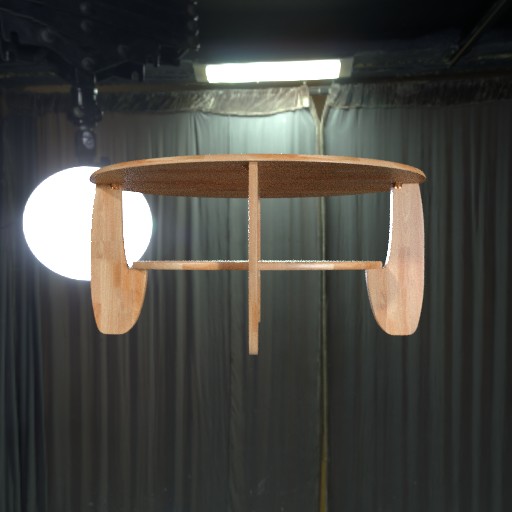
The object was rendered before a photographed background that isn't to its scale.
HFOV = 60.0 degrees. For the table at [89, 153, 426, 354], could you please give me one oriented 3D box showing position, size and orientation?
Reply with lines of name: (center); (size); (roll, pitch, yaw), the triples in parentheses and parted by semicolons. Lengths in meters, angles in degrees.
table: (0.000, 0.000, 1.390); (1.040, 0.490, 0.690); (0, 0, 1)
